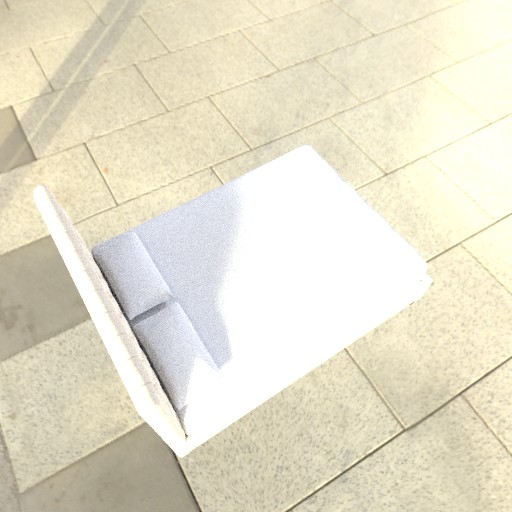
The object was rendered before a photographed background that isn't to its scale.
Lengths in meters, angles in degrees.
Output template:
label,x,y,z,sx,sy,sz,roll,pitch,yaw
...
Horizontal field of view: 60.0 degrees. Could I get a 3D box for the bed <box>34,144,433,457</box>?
label,x,y,z,sx,sy,sz,roll,pitch,yaw
bed,0.000,0.000,3.404,2.387,1.427,1.698,-29,62,-17
